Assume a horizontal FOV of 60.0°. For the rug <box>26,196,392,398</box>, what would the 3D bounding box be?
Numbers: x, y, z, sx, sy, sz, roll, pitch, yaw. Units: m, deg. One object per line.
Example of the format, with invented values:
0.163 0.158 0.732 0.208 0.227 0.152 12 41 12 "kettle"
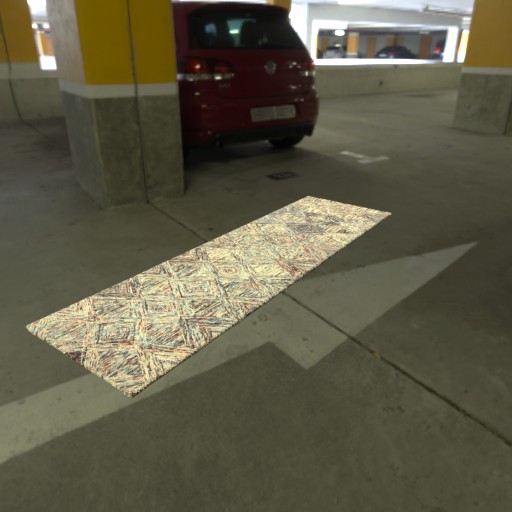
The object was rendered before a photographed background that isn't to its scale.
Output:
0.000 0.000 2.486 0.688 0.015 2.292 17 30 33 "rug"
